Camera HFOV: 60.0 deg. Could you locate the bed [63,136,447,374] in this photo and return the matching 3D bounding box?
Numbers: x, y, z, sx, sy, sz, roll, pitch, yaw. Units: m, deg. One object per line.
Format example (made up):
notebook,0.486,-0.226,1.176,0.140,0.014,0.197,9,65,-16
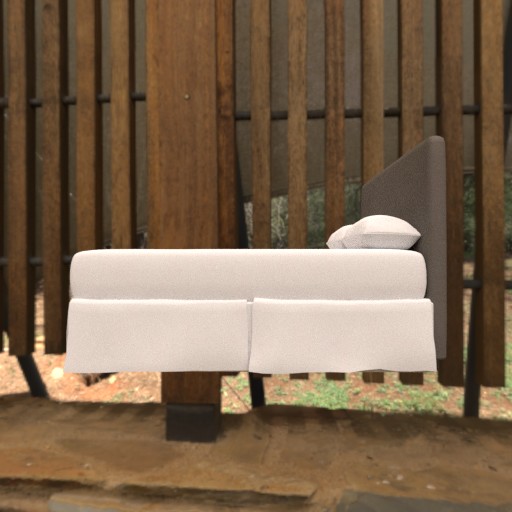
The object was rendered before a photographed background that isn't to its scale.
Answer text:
bed,0.000,0.000,3.229,2.142,1.330,1.723,0,-1,1
